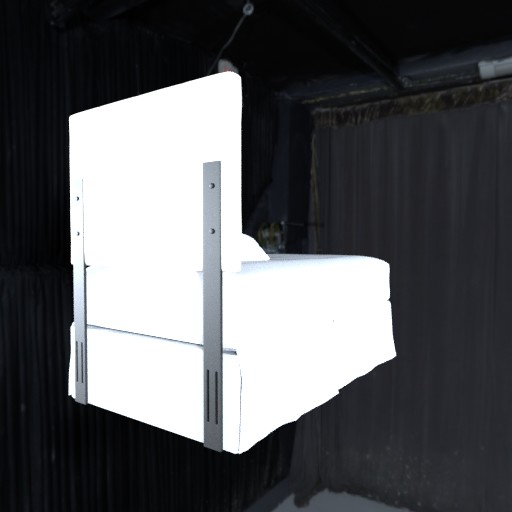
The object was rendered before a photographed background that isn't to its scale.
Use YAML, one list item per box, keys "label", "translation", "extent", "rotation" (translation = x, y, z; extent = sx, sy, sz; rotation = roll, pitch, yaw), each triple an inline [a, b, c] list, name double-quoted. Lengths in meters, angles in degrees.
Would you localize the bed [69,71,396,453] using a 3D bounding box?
- label: "bed"
  translation: [0.000, 0.000, 2.923]
  extent: [1.261, 1.571, 1.997]
  rotation: [1, 2, 35]
